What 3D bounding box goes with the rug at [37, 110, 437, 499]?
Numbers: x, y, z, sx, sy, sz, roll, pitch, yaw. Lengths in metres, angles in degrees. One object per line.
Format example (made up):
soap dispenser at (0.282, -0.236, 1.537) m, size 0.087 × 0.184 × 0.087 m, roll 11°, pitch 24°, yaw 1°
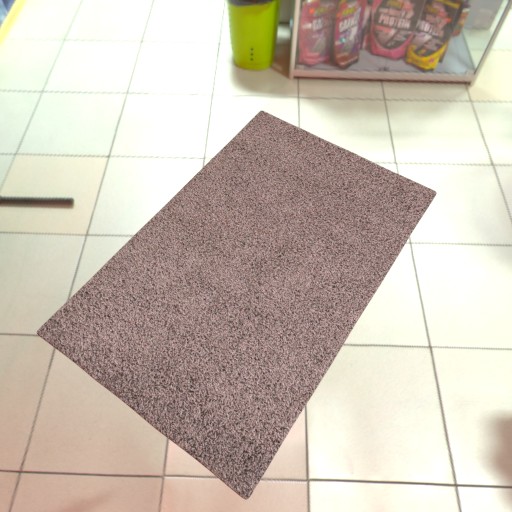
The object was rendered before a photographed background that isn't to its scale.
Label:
rug at (0.000, 0.000, 3.366) m, size 1.778 × 0.030 × 2.743 m, roll 31°, pitch 63°, yaw 17°
